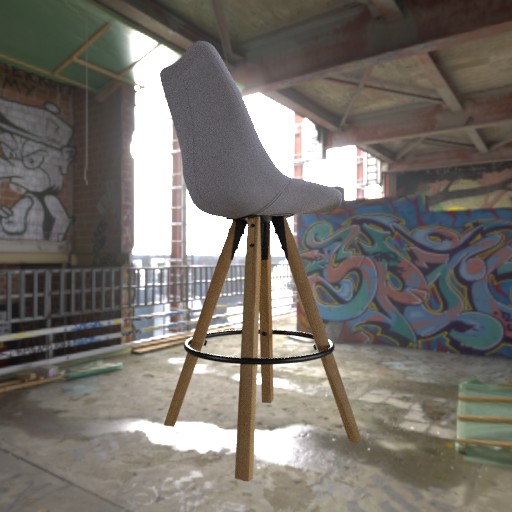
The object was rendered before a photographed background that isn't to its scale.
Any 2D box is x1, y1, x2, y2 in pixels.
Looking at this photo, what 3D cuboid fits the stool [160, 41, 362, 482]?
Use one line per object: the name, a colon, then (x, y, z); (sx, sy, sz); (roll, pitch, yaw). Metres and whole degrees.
stool: (0.000, 0.000, 1.391); (0.550, 1.115, 0.484); (0, 0, -36)
